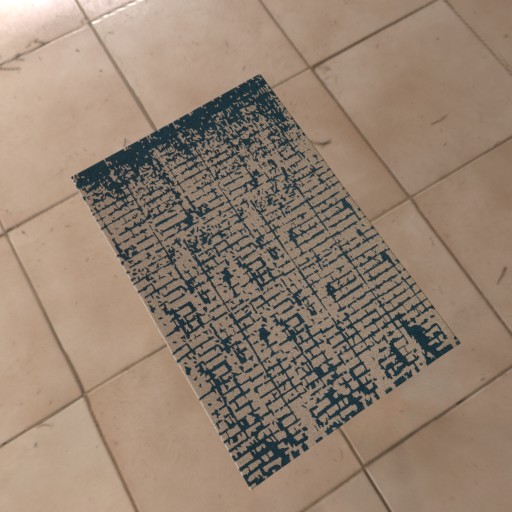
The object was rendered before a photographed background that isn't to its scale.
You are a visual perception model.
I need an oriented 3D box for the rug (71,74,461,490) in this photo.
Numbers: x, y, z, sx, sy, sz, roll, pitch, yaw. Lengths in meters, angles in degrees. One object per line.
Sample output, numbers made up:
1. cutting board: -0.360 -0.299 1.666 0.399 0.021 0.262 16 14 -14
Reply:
1. rug: 0.000 0.000 2.290 1.220 0.007 1.828 -32 77 -8
